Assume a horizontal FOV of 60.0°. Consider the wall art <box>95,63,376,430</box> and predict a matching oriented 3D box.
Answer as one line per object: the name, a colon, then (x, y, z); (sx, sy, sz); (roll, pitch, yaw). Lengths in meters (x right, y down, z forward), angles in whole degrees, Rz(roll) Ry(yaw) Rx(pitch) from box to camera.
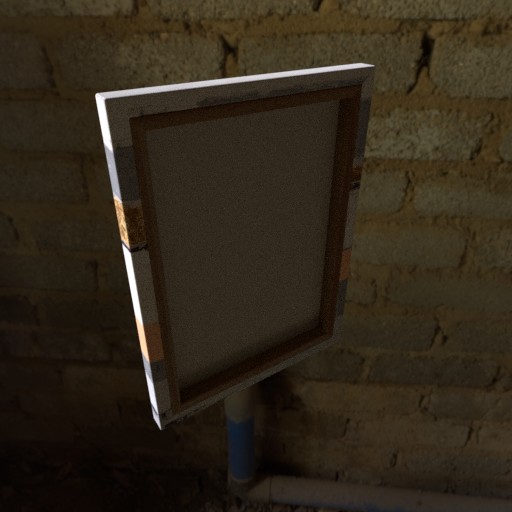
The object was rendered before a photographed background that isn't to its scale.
wall art: (0.000, 0.000, 0.804); (0.456, 0.609, 0.038); (-19, 36, -28)
